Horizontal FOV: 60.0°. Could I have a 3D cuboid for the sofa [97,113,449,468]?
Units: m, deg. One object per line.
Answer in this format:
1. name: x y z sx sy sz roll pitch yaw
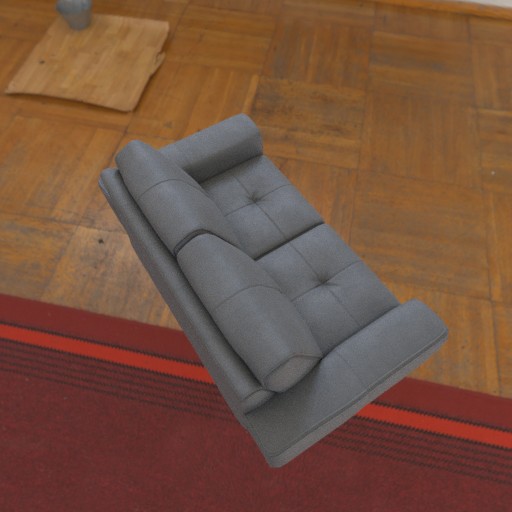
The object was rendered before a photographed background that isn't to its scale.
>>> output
1. sofa: 0.000 0.000 2.334 1.018 0.907 1.806 -29 63 -17
